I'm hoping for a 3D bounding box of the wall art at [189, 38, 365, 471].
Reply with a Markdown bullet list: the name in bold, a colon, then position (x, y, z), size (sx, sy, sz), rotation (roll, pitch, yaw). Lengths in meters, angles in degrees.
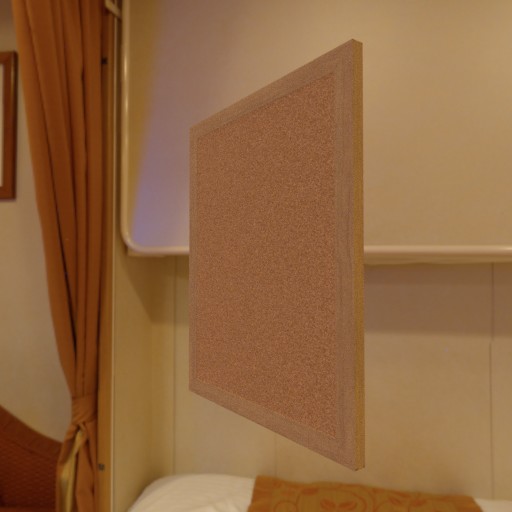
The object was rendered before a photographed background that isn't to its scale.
- **wall art**: position (0.000, 0.000, 0.766), size (0.020, 0.561, 0.460), rotation (1, -2, -36)
